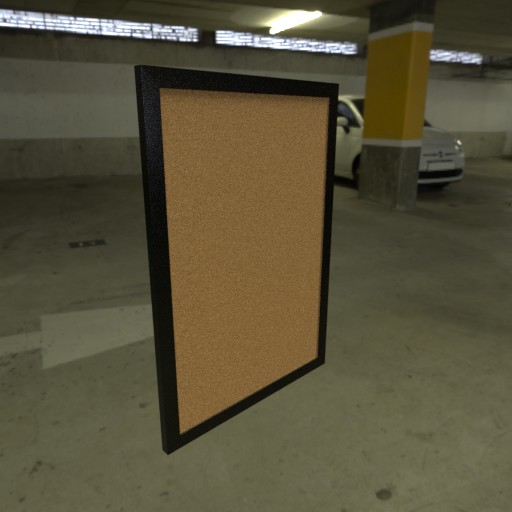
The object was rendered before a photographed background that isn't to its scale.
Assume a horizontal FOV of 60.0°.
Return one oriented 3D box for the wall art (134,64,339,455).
[{"bbox_3d":[0.000,0.000,0.572,0.304,0.432,0.013,-16,23,-42],"label":"wall art"}]
